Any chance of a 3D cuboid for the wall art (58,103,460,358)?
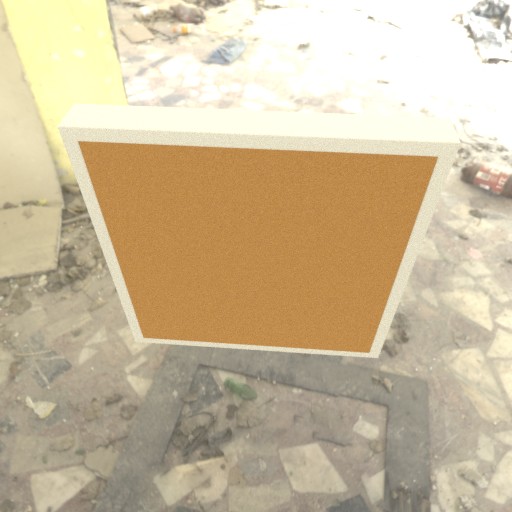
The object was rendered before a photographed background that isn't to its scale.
[{"bbox_3d":[0.000,0.000,0.457,0.305,0.305,0.037,3,47,3],"label":"wall art"}]
